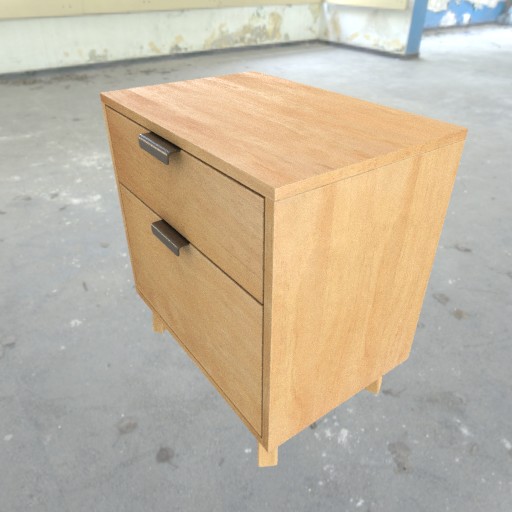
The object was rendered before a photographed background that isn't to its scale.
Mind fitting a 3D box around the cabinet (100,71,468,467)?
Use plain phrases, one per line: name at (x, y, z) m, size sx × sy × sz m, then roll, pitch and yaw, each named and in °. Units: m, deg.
cabinet at (0.000, 0.000, 0.922) m, size 0.394 × 0.599 × 0.551 m, roll -22°, pitch 39°, yaw -30°
